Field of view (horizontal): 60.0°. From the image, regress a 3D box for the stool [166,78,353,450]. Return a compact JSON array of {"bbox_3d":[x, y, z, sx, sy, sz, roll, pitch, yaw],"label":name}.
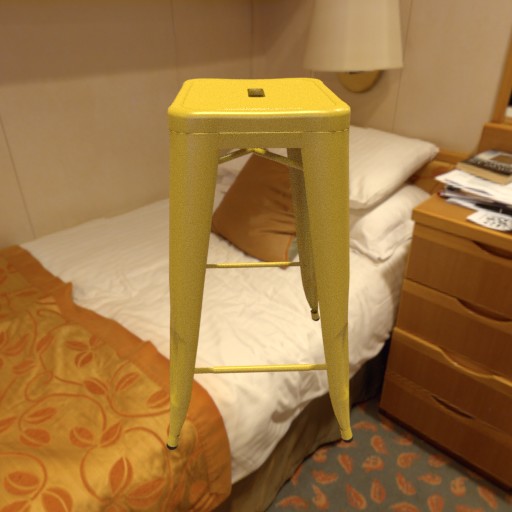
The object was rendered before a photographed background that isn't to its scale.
[{"bbox_3d":[0.000,0.000,0.860,0.359,0.609,0.399,-1,30,-3],"label":"stool"}]
